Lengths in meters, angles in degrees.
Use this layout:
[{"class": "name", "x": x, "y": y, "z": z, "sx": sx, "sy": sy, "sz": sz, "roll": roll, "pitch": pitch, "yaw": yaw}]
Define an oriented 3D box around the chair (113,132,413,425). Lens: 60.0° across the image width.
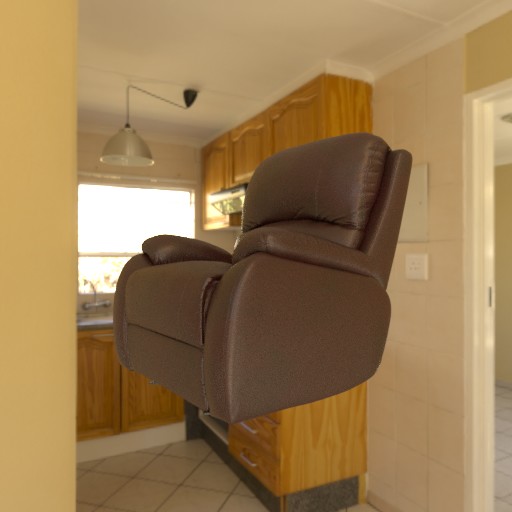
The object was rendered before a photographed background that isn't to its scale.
[{"class": "chair", "x": 0.000, "y": 0.000, "z": 1.799, "sx": 0.899, "sy": 1.011, "sz": 0.930, "roll": 0, "pitch": 0, "yaw": -37}]
